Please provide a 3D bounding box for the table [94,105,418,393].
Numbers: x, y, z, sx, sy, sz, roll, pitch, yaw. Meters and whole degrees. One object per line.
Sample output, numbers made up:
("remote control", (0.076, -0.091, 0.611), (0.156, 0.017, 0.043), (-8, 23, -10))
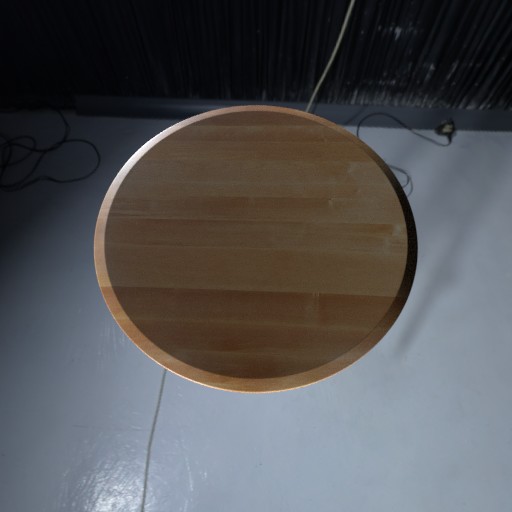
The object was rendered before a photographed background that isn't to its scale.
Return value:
("table", (0.000, 0.000, 1.421), (0.900, 0.400, 0.900), (0, 65, 0))
